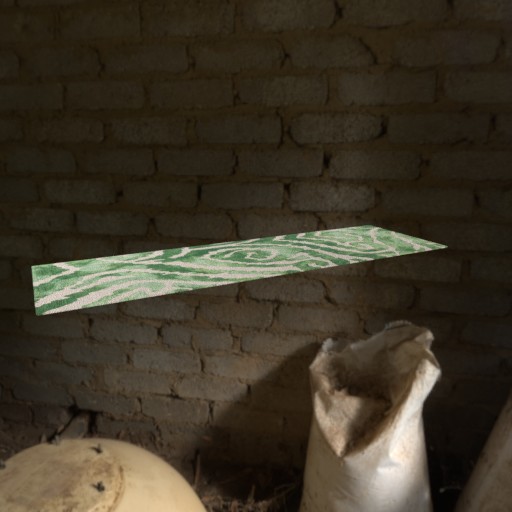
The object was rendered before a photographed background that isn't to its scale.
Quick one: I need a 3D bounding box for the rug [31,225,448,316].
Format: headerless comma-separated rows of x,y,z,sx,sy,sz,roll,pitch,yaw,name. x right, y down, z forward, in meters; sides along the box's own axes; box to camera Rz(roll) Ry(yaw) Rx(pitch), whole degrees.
0.000,0.000,2.693,2.438,0.006,0.761,-8,18,-26,rug
